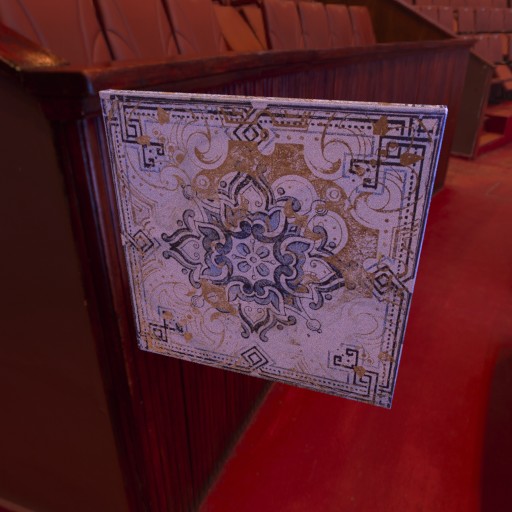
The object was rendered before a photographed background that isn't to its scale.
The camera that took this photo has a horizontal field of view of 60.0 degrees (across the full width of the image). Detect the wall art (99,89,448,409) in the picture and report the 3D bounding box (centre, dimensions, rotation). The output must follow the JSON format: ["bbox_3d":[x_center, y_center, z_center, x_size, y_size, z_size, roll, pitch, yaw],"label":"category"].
[{"bbox_3d":[0.000,0.000,0.894,0.609,0.607,0.036,9,29,17],"label":"wall art"}]
